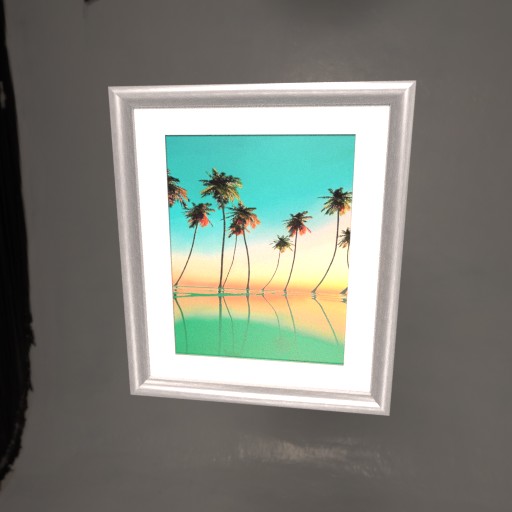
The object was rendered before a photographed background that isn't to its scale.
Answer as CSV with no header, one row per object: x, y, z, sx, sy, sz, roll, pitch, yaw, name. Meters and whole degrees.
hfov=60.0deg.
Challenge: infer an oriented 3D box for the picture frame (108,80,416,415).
0.000,0.000,0.521,0.327,0.378,0.027,2,14,8,picture frame
